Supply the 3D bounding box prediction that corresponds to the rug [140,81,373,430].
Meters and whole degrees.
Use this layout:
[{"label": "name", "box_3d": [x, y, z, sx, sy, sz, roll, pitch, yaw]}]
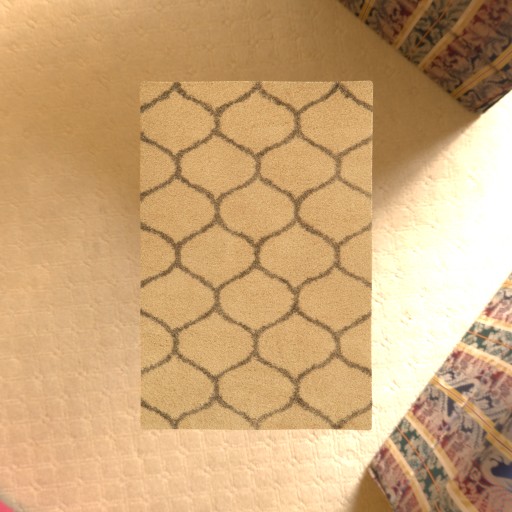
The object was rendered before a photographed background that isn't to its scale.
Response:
[{"label": "rug", "box_3d": [0.000, 0.000, 3.437, 1.801, 0.026, 2.701, 0, 90, 1]}]
